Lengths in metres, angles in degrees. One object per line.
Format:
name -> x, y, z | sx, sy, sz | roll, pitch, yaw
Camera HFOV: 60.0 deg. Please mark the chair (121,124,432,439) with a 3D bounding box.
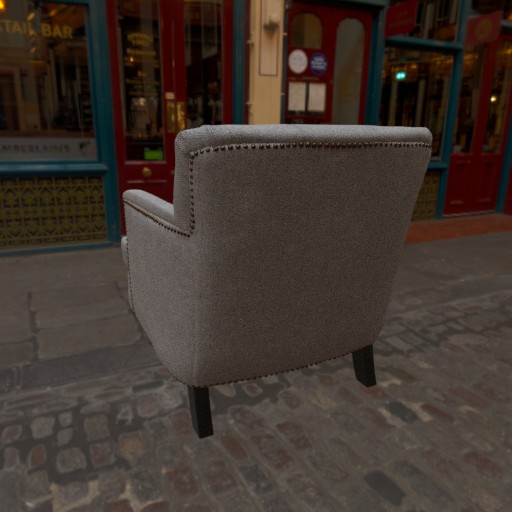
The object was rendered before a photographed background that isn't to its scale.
chair -> 0.000, 0.000, 1.474 | 0.737, 0.823, 0.902 | -7, 17, -25
